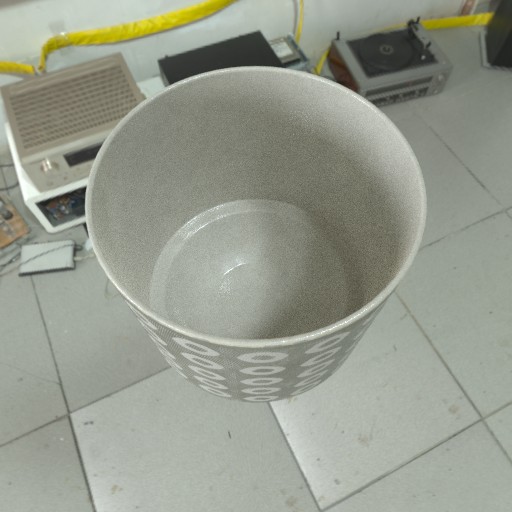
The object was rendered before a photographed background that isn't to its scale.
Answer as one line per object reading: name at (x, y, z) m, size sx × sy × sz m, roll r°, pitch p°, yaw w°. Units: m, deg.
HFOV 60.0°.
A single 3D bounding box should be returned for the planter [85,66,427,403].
planter at (0.000, 0.000, 0.433) m, size 0.250 × 0.239 × 0.250 m, roll 0°, pitch 62°, yaw 0°
